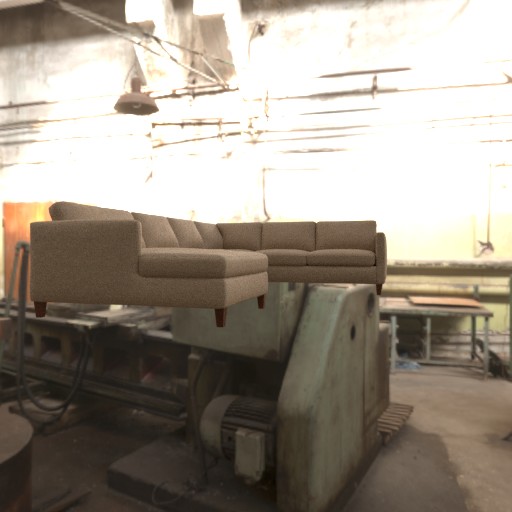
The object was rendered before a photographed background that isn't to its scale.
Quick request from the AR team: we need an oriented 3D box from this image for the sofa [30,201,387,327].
[{"bbox_3d":[0.000,0.000,4.519,2.551,0.889,3.403,0,1,17],"label":"sofa"}]
